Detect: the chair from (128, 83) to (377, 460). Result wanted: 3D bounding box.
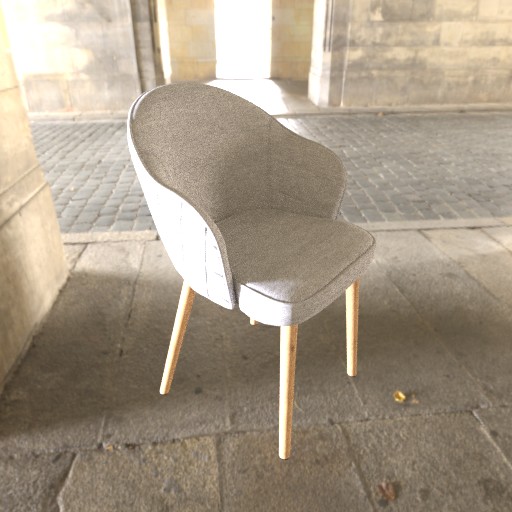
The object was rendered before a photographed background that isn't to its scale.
[{"bbox_3d":[0.000,0.000,1.137,0.530,0.800,0.540,19,32,33],"label":"chair"}]
